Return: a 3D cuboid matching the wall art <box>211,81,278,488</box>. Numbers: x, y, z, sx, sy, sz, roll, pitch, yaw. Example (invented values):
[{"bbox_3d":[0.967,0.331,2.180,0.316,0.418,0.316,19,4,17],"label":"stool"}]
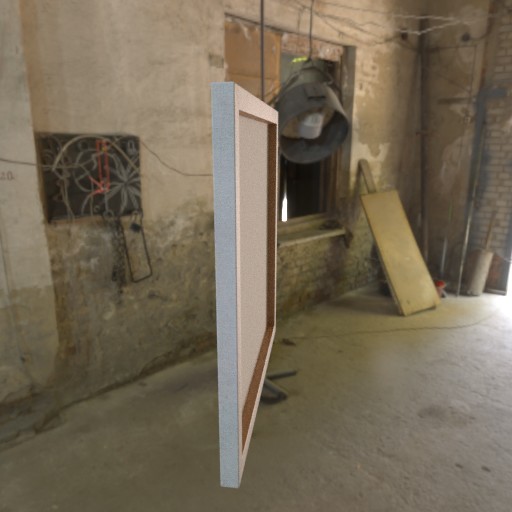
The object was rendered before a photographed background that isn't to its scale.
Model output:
[{"bbox_3d":[0.000,0.000,1.156,0.038,0.762,0.762,2,15,8],"label":"wall art"}]
